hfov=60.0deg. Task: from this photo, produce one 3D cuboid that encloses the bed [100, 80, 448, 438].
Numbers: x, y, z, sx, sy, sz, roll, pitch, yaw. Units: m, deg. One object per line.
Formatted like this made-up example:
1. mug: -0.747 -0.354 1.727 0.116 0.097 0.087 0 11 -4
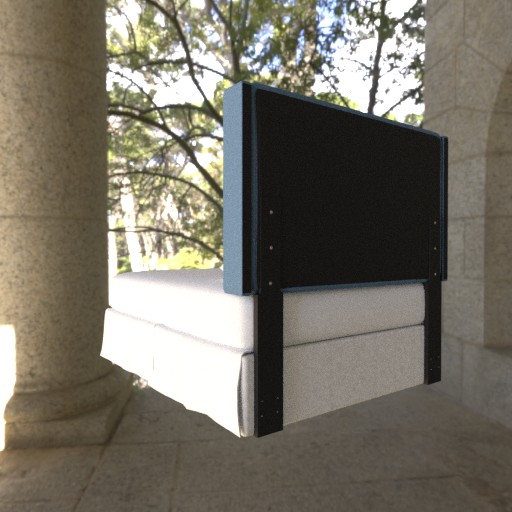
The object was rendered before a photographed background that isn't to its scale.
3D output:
1. bed: 0.000 0.000 3.335 1.719 1.665 2.078 -1 1 -36
